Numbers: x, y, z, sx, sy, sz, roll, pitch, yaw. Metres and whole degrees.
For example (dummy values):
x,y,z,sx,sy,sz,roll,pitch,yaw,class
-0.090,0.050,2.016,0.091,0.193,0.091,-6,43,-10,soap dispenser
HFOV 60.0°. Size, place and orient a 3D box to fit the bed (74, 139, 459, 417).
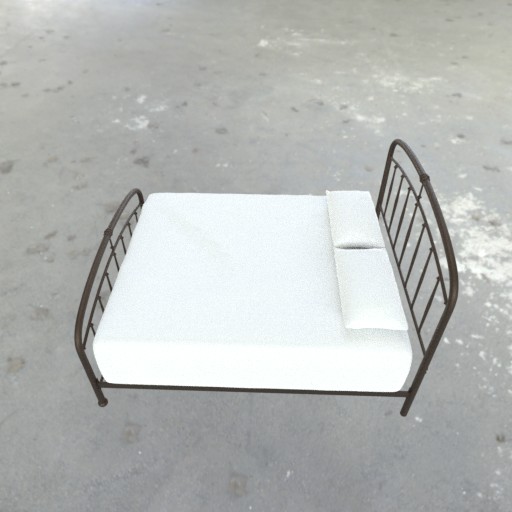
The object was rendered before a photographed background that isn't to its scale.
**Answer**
x,y,z,sx,sy,sz,roll,pitch,yaw,class
0.000,0.000,3.265,2.180,1.425,1.711,1,42,1,bed
